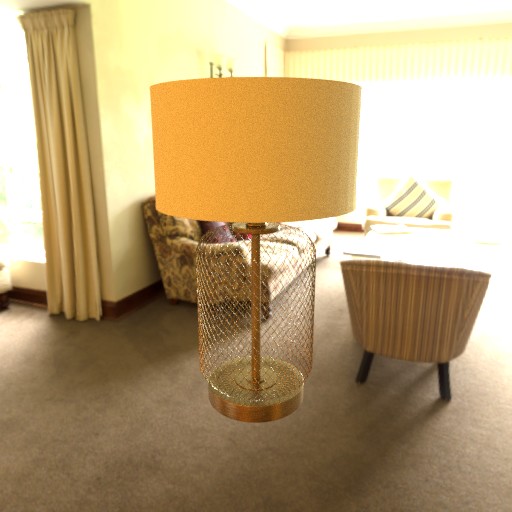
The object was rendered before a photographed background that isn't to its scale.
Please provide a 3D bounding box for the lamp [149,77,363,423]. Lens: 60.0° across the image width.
[{"bbox_3d":[0.000,0.000,0.823,0.353,0.578,0.353,0,15,0],"label":"lamp"}]
